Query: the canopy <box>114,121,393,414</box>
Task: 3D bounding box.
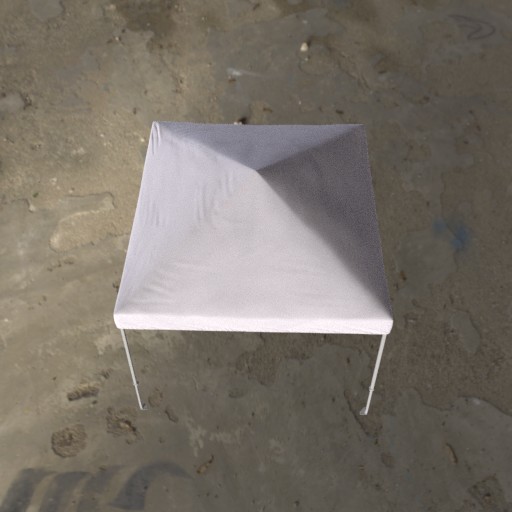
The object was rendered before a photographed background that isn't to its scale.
[{"bbox_3d":[0.000,0.000,5.086,2.849,2.850,2.850,1,59,1],"label":"canopy"}]
